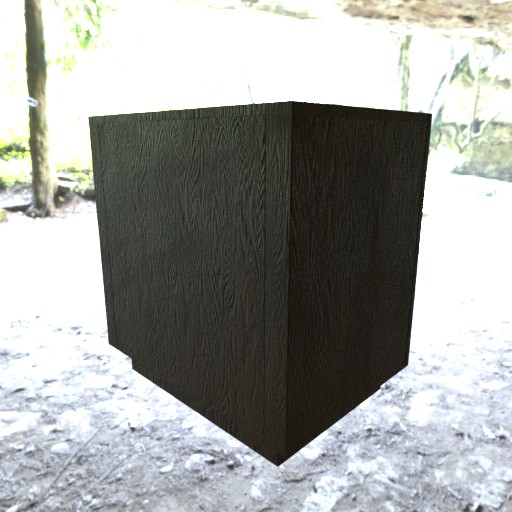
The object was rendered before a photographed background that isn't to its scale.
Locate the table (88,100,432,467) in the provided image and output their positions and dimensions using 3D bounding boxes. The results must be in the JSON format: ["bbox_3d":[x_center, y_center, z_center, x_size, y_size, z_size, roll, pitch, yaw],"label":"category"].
[{"bbox_3d":[0.000,0.000,0.964,0.560,0.585,0.439,14,20,43],"label":"table"}]
